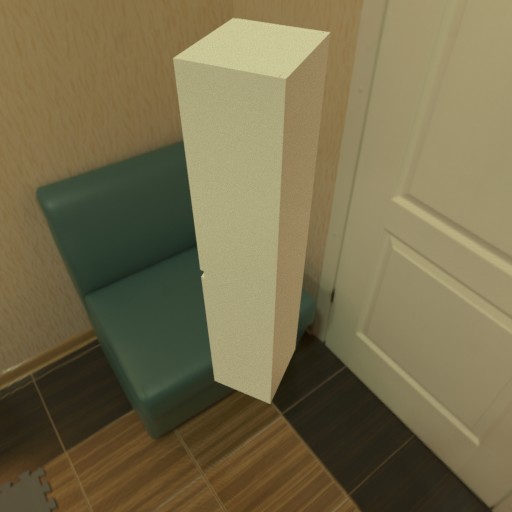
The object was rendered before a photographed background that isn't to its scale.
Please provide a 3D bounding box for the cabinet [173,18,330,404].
[{"bbox_3d":[0.000,0.000,1.533,0.269,1.400,0.300,18,48,17],"label":"cabinet"}]
